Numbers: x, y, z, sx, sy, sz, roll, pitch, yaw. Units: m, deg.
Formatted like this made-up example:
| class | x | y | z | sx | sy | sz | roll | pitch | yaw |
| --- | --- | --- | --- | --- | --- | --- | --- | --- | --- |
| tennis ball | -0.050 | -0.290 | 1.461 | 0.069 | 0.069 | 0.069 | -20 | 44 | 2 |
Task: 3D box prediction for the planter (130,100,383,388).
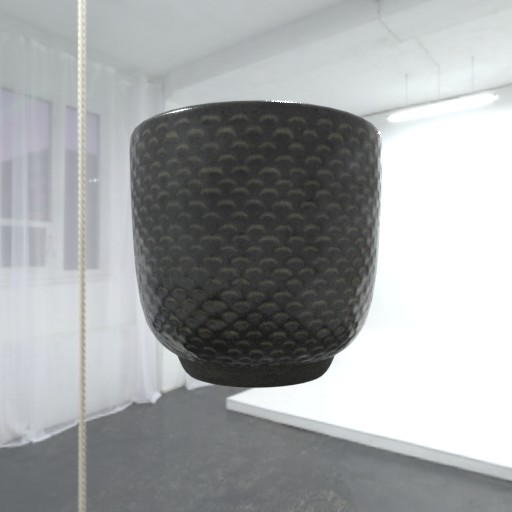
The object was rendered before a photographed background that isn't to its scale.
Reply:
| class | x | y | z | sx | sy | sz | roll | pitch | yaw |
| --- | --- | --- | --- | --- | --- | --- | --- | --- | --- |
| planter | 0.000 | 0.000 | 0.253 | 0.140 | 0.129 | 0.140 | 0 | -1 | 0 |
